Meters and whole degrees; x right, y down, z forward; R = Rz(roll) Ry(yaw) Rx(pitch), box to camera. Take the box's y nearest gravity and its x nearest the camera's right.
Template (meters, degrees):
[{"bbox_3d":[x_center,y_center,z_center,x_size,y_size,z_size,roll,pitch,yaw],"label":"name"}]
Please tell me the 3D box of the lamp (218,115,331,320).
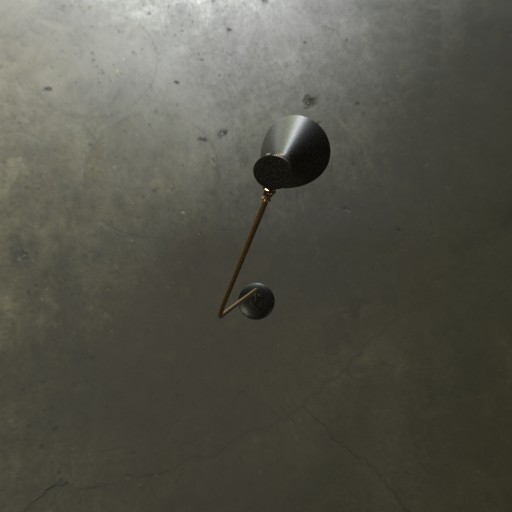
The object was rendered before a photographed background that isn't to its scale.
[{"bbox_3d":[0.000,0.000,1.592,0.467,1.438,0.277,-34,78,-8],"label":"lamp"}]
